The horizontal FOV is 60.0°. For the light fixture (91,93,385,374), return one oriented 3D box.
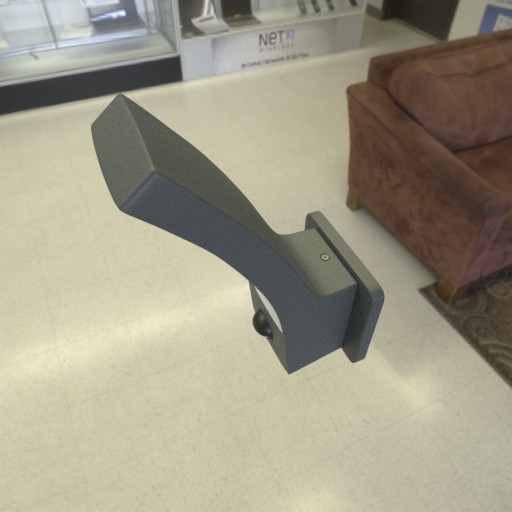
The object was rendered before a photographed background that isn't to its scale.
[{"bbox_3d":[0.000,0.000,0.324,0.174,0.243,0.108,-17,49,-16],"label":"light fixture"}]
